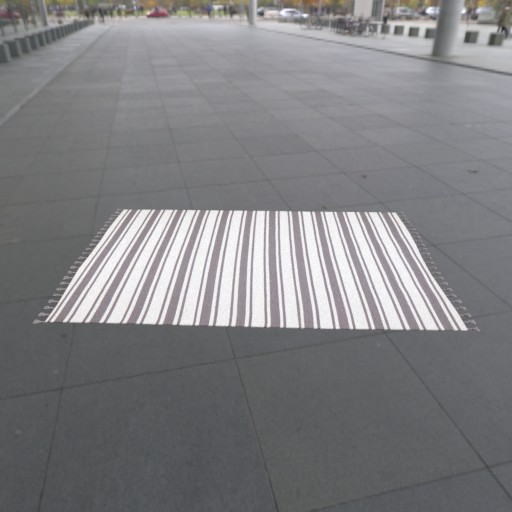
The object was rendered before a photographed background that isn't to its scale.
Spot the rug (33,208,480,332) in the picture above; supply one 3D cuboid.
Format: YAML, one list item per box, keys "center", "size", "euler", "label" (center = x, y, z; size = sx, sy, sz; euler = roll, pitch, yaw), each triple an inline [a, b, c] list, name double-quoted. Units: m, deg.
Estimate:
- center: [0.000, 0.000, 3.047]
  size: [2.425, 0.014, 1.563]
  euler: [1, 29, 1]
  label: "rug"
